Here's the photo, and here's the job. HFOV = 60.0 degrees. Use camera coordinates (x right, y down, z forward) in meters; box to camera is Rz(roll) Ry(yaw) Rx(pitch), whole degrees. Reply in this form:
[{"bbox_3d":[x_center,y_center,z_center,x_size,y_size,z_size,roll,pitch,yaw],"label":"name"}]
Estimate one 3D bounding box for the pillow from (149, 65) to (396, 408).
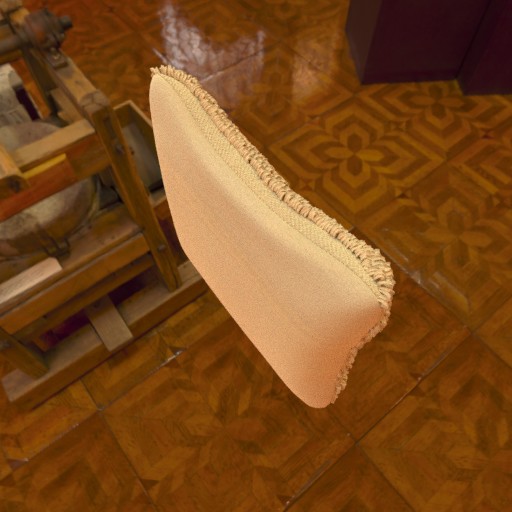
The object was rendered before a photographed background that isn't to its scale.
[{"bbox_3d":[0.000,0.000,0.669,0.145,0.427,0.437,-32,64,-18],"label":"pillow"}]
